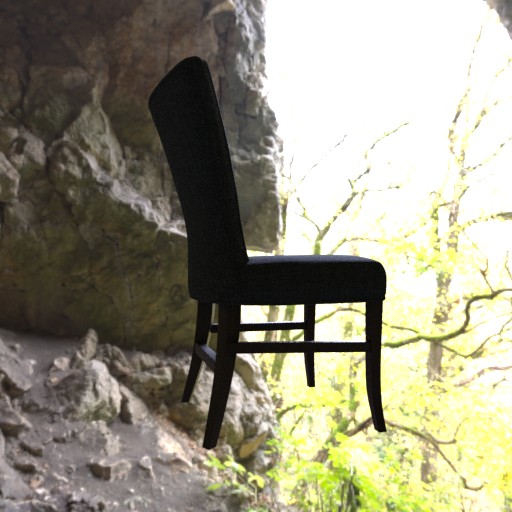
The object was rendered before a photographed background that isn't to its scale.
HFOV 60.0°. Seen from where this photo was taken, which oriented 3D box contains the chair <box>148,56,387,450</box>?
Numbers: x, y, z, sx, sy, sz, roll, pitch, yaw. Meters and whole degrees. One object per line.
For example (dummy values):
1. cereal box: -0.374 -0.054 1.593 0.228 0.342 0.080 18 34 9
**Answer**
1. chair: 0.000 0.000 1.391 0.660 0.991 0.520 0 -1 -18
